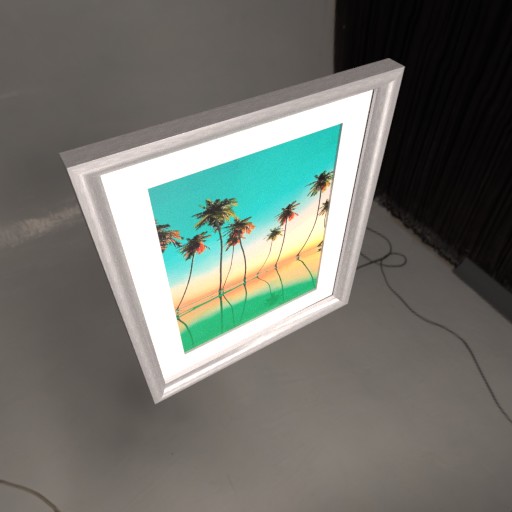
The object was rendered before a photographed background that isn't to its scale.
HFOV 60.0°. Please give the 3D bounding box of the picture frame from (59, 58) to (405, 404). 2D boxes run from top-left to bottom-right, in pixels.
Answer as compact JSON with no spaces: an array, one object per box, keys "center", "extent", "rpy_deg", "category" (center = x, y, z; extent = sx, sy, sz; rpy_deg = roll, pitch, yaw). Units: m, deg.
[{"center":[0.000,0.000,0.518],"extent":[0.327,0.378,0.027],"rpy_deg":[-23,51,-21],"category":"picture frame"}]
